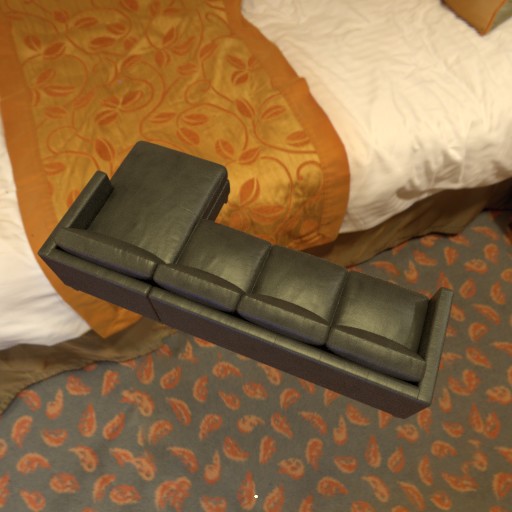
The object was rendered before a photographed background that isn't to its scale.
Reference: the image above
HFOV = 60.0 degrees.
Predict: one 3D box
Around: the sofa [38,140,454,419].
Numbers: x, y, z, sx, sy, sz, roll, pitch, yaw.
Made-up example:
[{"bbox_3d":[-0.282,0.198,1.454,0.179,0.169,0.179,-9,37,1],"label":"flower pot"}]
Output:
[{"bbox_3d":[0.000,0.000,3.903,3.203,0.883,1.581,19,63,10],"label":"sofa"}]
